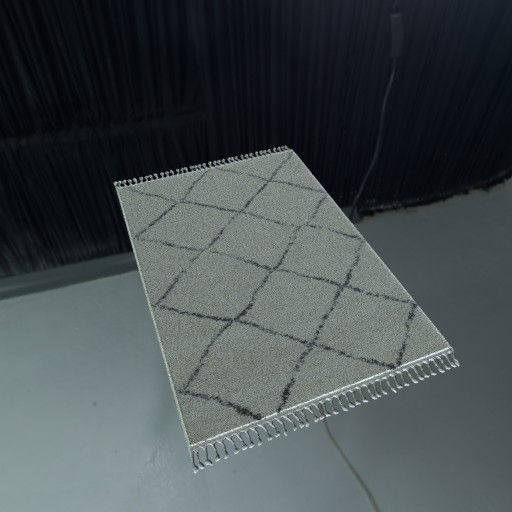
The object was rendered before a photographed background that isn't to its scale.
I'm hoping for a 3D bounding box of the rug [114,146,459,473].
[{"bbox_3d":[0.000,0.000,2.913,1.494,0.031,2.307,-16,48,-15],"label":"rug"}]
